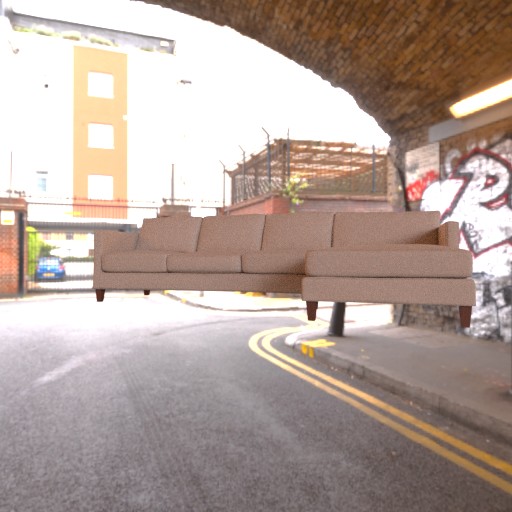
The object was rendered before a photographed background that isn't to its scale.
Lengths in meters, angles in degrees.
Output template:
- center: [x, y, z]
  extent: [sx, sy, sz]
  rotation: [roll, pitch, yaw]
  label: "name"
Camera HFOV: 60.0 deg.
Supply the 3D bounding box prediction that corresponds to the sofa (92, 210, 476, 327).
- center: [0.000, 0.000, 3.803]
  extent: [3.186, 0.861, 1.625]
  rotation: [0, -1, 18]
  label: "sofa"
